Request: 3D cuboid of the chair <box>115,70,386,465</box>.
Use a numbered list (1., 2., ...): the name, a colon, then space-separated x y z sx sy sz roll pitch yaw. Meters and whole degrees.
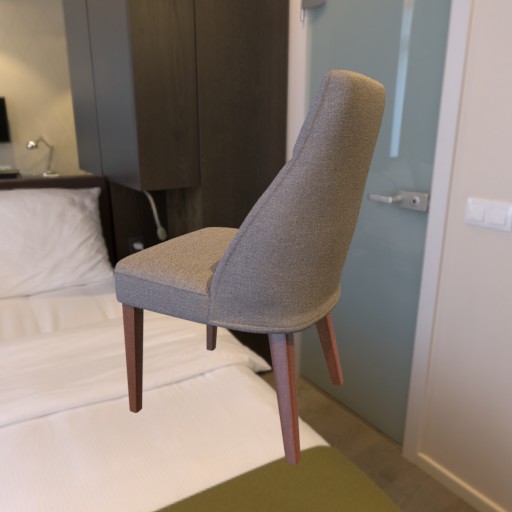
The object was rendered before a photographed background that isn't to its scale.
1. chair: 0.000 0.000 1.254 0.620 0.930 0.500 8 18 25
